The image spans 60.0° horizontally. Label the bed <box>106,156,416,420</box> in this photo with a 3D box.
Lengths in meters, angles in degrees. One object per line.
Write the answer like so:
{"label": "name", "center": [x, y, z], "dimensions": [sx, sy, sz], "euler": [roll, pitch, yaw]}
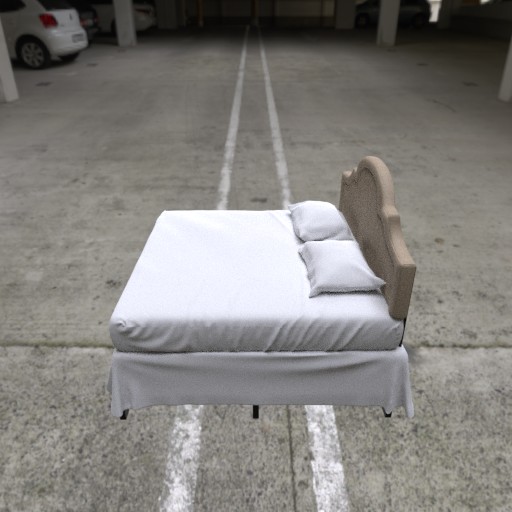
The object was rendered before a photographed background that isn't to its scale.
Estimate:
{"label": "bed", "center": [0.000, 0.000, 3.743], "dimensions": [2.222, 1.631, 2.303], "euler": [0, 27, -1]}
